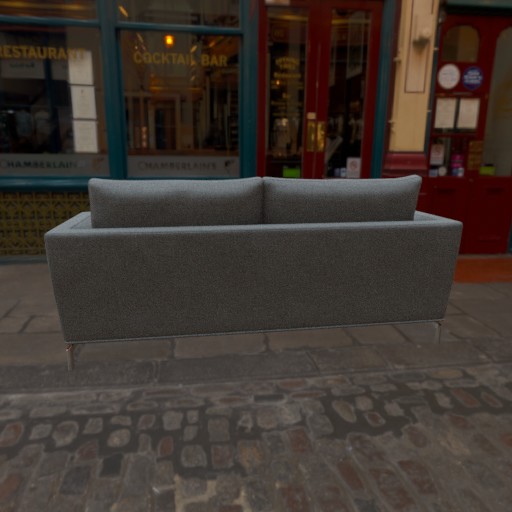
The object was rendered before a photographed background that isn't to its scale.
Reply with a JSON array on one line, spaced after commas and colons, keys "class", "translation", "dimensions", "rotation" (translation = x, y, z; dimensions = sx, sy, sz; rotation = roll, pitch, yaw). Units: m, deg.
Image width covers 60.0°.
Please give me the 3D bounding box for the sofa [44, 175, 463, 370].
[{"class": "sofa", "translation": [0.000, 0.000, 2.756], "dimensions": [2.212, 1.002, 0.869], "rotation": [-2, 13, -9]}]
